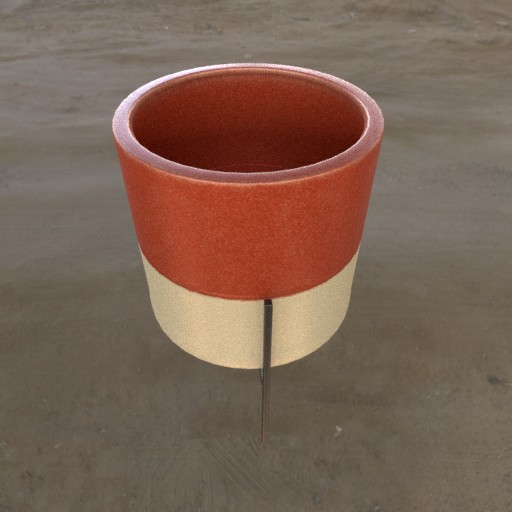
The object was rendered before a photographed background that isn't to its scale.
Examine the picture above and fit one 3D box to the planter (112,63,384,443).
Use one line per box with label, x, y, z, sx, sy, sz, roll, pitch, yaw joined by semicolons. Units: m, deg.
planter;0.000;0.000;0.508;0.251;0.354;0.235;-26;49;-26
